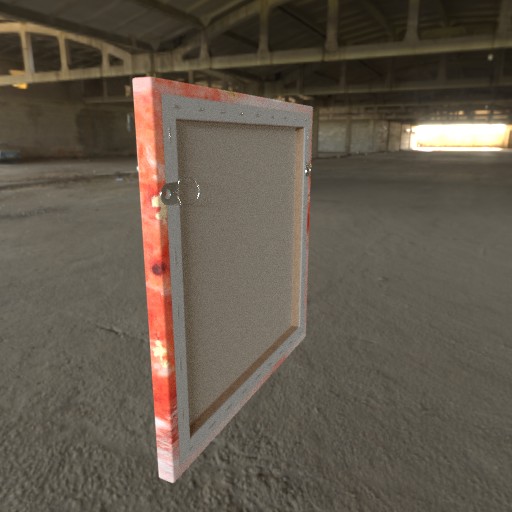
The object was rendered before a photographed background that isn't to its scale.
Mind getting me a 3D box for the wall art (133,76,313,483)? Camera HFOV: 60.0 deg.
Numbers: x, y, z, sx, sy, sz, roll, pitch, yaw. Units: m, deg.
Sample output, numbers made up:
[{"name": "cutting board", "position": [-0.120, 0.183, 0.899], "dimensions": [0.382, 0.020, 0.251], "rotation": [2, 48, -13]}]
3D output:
[{"name": "wall art", "position": [0.000, 0.000, 1.097], "dimensions": [0.064, 0.746, 0.747], "rotation": [7, 16, 25]}]
